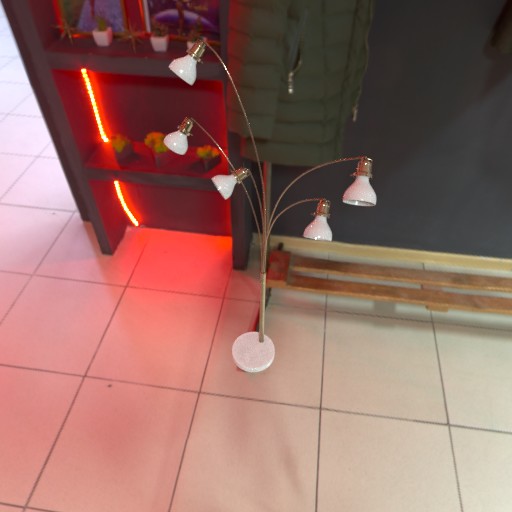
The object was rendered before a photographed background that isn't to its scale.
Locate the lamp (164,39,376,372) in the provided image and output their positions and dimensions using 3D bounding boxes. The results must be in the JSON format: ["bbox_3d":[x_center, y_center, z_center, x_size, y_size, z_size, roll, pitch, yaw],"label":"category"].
[{"bbox_3d":[0.000,0.000,2.886,1.405,2.423,0.361,32,54,27],"label":"lamp"}]
